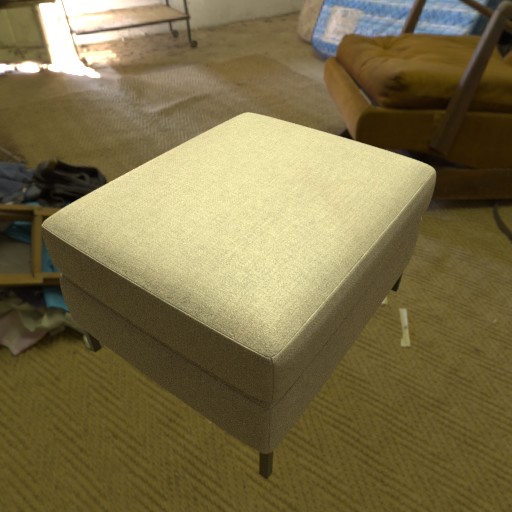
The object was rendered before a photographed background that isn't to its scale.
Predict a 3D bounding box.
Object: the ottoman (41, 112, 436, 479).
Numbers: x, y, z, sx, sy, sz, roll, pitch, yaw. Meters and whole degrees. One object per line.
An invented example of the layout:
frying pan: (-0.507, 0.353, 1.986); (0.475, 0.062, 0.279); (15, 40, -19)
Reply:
ottoman: (0.000, 0.000, 1.214); (0.671, 0.490, 0.820); (25, 46, 27)
